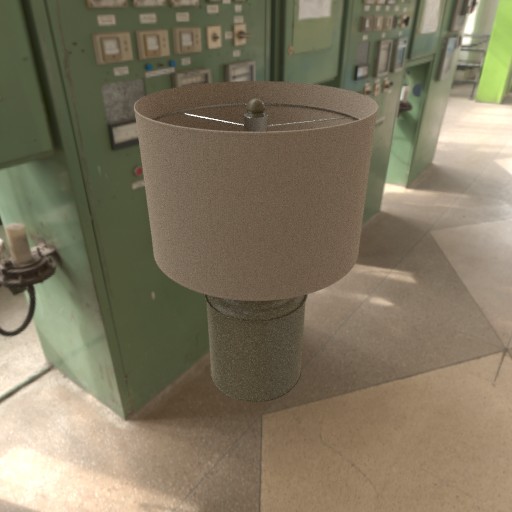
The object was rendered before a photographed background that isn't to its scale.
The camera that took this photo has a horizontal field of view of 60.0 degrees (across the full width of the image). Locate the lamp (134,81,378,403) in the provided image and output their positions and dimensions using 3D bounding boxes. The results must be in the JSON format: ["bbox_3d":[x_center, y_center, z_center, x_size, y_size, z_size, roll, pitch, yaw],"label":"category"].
[{"bbox_3d":[0.000,0.000,0.714,0.318,0.486,0.318,0,30,0],"label":"lamp"}]
